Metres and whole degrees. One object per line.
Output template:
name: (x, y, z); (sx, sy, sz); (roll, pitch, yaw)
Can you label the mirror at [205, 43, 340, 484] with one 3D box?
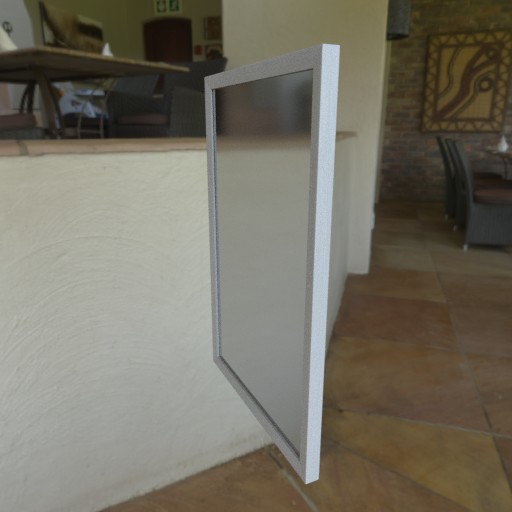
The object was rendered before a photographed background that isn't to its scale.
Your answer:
mirror: (0.000, 0.000, 1.149); (0.040, 0.915, 0.609); (-8, 18, -24)
